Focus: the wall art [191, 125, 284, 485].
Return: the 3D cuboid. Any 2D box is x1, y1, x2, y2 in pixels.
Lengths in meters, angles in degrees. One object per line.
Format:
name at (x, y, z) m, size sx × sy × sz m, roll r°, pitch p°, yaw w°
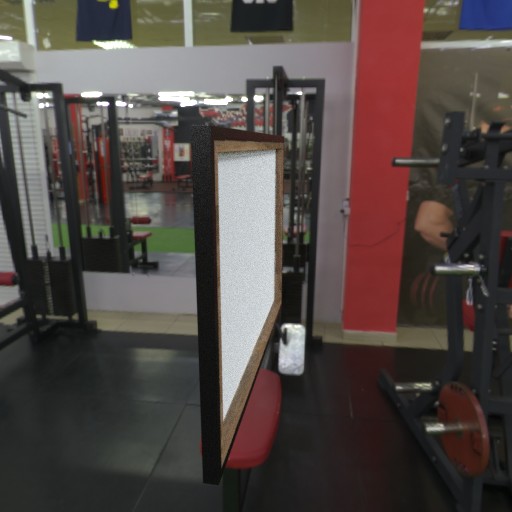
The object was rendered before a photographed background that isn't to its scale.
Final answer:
wall art at (0.000, 0.000, 0.833) m, size 0.022 × 0.446 × 0.659 m, roll 3°, pitch 14°, yaw 10°
